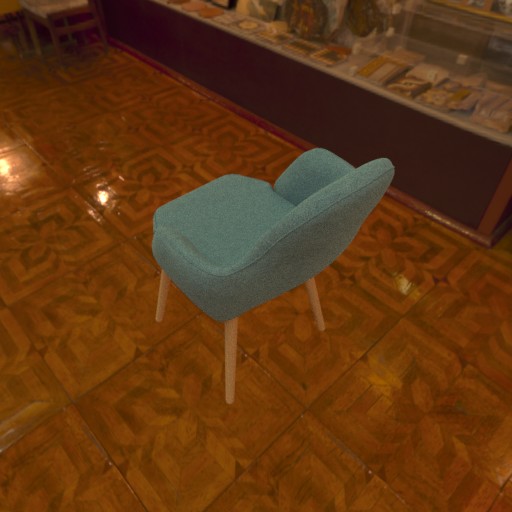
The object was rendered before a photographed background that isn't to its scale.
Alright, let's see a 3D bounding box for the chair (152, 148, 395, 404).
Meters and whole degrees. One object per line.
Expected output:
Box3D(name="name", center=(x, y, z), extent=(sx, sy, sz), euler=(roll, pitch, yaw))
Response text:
Box3D(name="chair", center=(0.000, 0.000, 1.346), extent=(0.589, 0.920, 0.666), euler=(-32, 54, -27))
